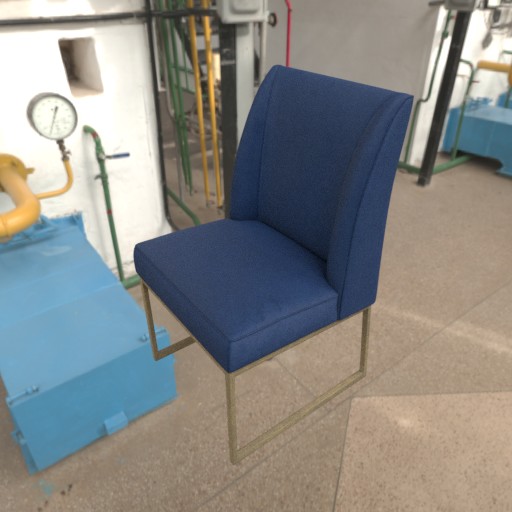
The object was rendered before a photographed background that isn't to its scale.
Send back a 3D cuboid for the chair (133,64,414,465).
[{"bbox_3d":[0.000,0.000,1.204,0.522,0.863,0.508,-22,39,-30],"label":"chair"}]
